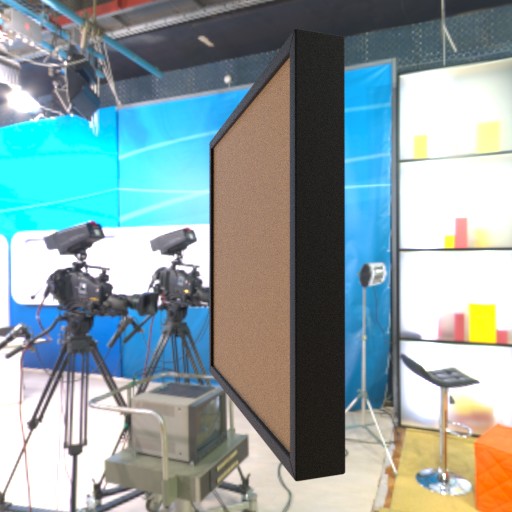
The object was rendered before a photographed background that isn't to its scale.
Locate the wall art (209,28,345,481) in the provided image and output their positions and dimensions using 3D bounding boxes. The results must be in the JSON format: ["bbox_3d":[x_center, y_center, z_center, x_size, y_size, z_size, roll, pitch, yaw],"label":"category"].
[{"bbox_3d":[0.000,0.000,0.448,0.037,0.305,0.305,0,-1,-17],"label":"wall art"}]
